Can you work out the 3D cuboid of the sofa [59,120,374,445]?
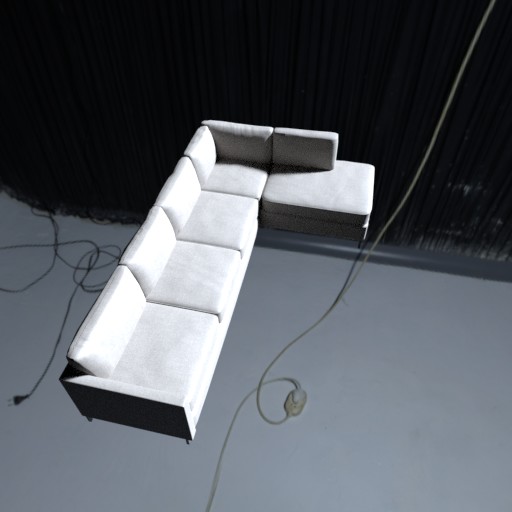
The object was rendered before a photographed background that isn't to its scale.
[{"bbox_3d":[0.000,0.000,4.201,2.077,0.964,3.331,9,47,8],"label":"sofa"}]
